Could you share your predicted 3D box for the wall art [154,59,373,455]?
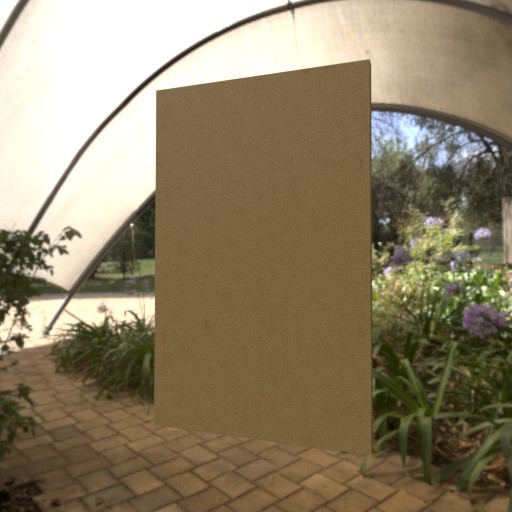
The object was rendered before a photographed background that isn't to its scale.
[{"bbox_3d":[0.000,0.000,1.004,0.510,0.810,0.039,0,-1,19],"label":"wall art"}]
